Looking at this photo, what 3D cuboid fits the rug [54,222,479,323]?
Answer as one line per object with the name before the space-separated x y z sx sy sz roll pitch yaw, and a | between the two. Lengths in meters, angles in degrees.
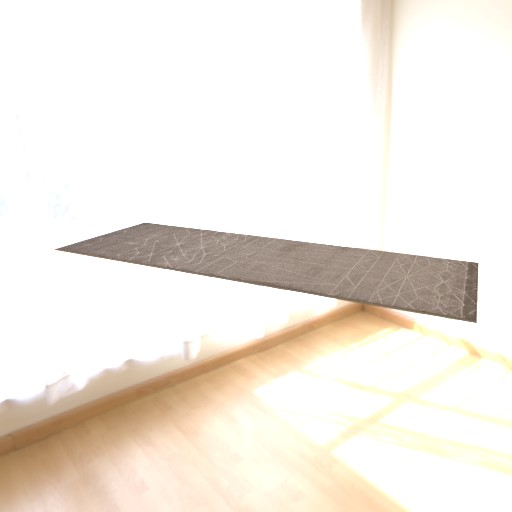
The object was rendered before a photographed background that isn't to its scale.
rug | 0.000 0.000 2.642 2.388 0.012 0.864 8 19 25
